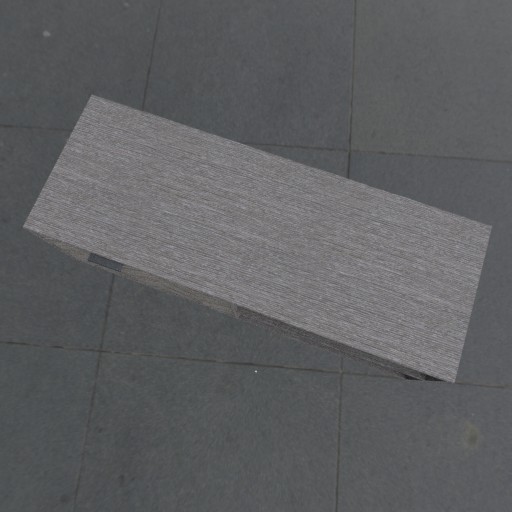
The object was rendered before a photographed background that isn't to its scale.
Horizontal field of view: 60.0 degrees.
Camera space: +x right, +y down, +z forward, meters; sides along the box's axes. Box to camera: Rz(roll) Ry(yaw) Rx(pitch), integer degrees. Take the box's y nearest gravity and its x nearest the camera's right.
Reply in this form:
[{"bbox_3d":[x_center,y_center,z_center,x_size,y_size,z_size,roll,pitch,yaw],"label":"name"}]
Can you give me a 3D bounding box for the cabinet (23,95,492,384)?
[{"bbox_3d":[0.000,0.000,1.594,1.300,0.599,0.500,19,76,5],"label":"cabinet"}]
